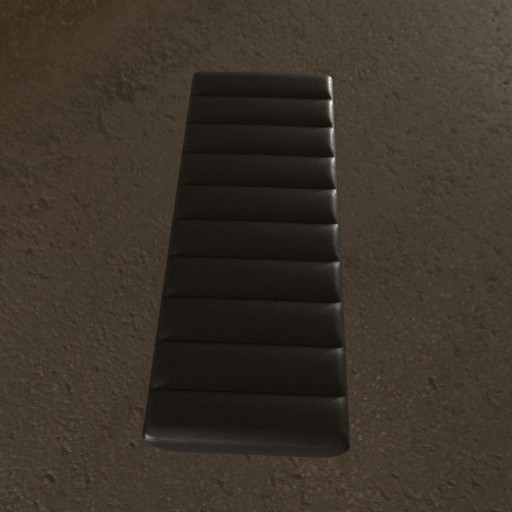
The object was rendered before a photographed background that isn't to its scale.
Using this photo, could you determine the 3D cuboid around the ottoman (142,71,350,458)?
[{"bbox_3d":[0.000,0.000,1.409,0.482,0.469,1.151,2,64,1],"label":"ottoman"}]
